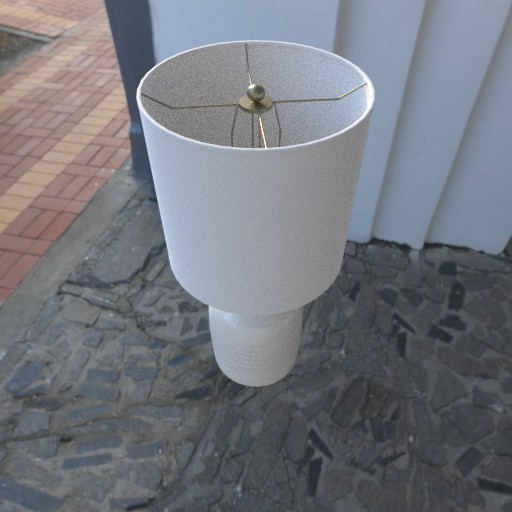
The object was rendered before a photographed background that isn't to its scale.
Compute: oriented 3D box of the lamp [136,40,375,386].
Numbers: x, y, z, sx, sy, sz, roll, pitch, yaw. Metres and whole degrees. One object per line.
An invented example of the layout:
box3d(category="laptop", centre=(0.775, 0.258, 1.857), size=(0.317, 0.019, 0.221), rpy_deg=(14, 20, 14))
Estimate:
box3d(category="lamp", centre=(0.000, 0.000, 0.495), size=(0.188, 0.392, 0.188), rpy_deg=(25, 51, 22))
